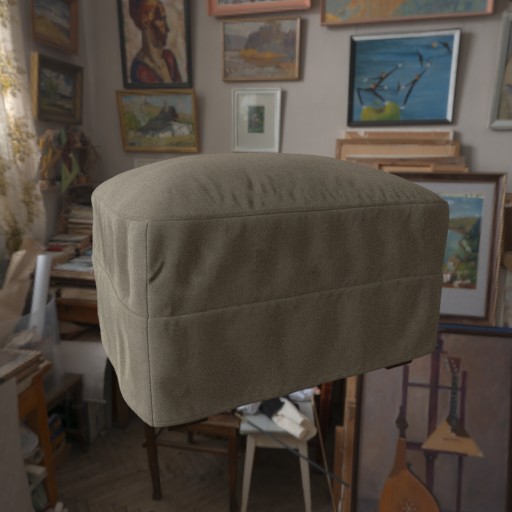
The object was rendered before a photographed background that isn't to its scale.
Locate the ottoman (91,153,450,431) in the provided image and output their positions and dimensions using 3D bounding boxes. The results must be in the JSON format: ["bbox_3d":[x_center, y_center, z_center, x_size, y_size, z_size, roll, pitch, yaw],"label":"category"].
[{"bbox_3d":[0.000,0.000,1.059,0.712,0.480,0.584,-7,15,-26],"label":"ottoman"}]
